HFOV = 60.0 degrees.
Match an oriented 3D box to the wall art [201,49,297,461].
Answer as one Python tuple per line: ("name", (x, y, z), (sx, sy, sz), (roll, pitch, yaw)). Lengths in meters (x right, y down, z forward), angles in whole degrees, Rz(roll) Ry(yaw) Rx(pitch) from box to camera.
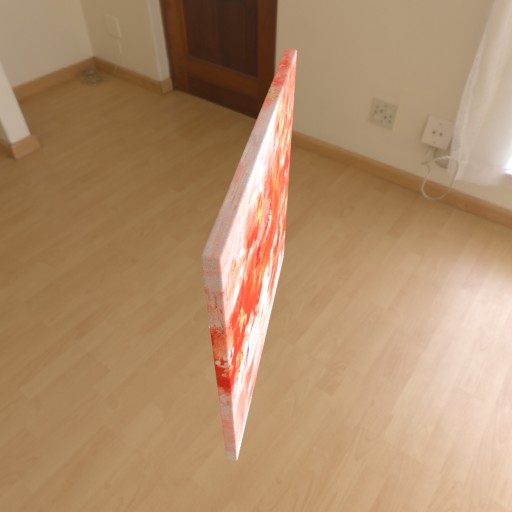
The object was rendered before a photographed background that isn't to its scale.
("wall art", (0.000, 0.000, 1.325), (0.066, 0.878, 0.878), (8, 46, 8))
